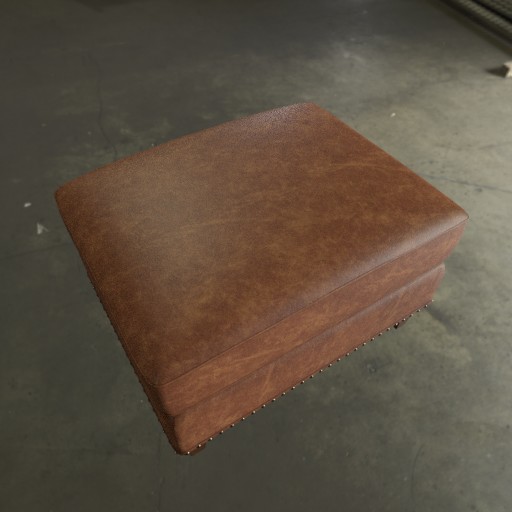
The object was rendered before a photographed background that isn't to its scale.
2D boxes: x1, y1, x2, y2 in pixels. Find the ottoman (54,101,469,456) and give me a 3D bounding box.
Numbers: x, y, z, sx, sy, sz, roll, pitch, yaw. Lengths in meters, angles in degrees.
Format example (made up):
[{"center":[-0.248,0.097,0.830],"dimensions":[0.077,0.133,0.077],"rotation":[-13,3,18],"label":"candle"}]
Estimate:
[{"center":[0.000,0.000,1.093],"dimensions":[0.742,0.486,0.586],"rotation":[-25,53,-21],"label":"ottoman"}]
